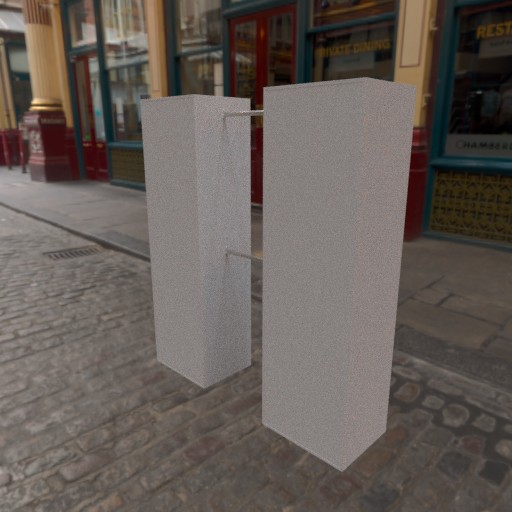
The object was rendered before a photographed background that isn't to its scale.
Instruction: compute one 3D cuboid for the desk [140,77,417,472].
[{"bbox_3d":[0.000,0.000,2.903,1.770,2.000,0.480,14,21,42],"label":"desk"}]
